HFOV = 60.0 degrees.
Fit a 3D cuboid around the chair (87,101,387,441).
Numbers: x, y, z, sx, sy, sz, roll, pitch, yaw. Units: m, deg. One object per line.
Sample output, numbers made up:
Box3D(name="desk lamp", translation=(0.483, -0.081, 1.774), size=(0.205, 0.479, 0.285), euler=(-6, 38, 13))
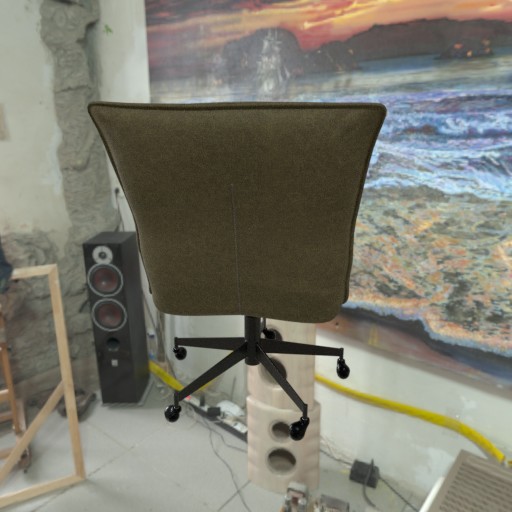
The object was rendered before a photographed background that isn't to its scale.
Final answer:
Box3D(name="chair", translation=(0.000, 0.000, 1.281), size=(0.597, 0.811, 0.696), euler=(2, 16, 9))
